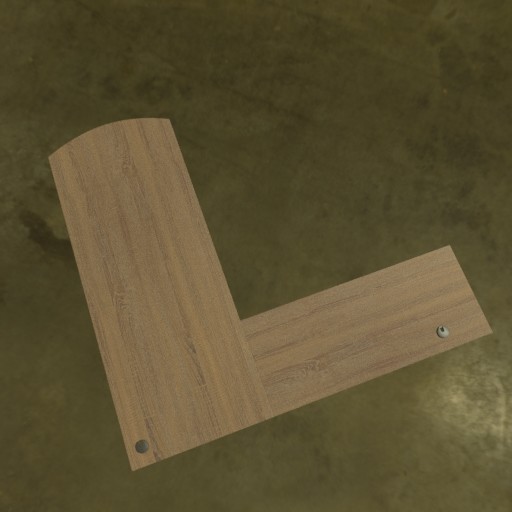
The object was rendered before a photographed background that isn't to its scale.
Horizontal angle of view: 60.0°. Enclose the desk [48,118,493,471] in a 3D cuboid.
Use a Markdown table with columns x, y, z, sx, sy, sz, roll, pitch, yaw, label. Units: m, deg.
| x | y | z | sx | sy | sz | roll | pitch | yaw | label |
| --- | --- | --- | --- | --- | --- | --- | --- | --- | --- |
| 0.000 | 0.000 | 2.051 | 1.361 | 0.716 | 1.303 | -19 | 76 | -5 | desk |
